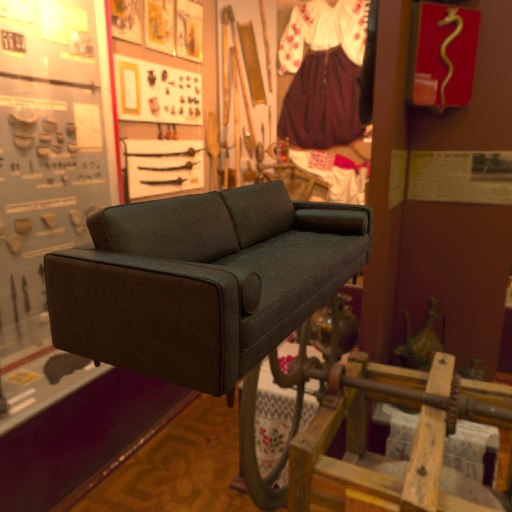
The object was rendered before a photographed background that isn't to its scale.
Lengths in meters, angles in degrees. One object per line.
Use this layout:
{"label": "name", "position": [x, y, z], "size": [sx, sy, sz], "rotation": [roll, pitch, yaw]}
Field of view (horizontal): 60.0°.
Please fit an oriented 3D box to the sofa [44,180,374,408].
{"label": "sofa", "position": [0.000, 0.000, 2.625], "size": [0.914, 0.762, 2.210], "rotation": [7, 16, 27]}
